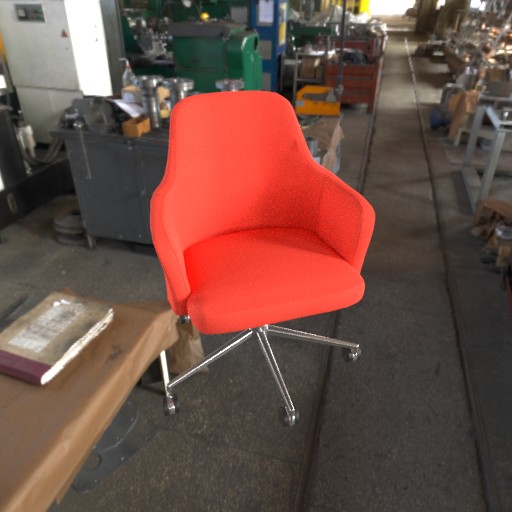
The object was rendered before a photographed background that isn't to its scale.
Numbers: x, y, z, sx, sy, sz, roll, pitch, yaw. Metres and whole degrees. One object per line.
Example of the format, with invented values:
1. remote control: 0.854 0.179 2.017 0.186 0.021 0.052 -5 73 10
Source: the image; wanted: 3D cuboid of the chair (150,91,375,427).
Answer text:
1. chair: 0.000 0.000 1.290 0.655 0.820 0.600 -10 32 -15
